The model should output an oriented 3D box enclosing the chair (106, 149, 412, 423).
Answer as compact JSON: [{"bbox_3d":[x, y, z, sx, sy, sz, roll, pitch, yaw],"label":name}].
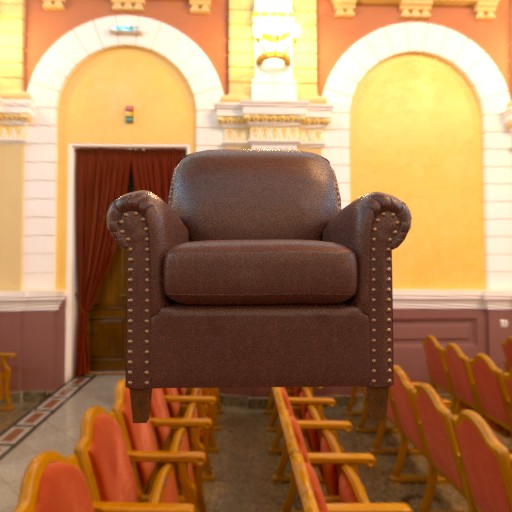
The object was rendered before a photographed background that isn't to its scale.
[{"bbox_3d":[0.000,0.000,1.607,0.854,0.927,0.890,0,-1,-2],"label":"chair"}]
